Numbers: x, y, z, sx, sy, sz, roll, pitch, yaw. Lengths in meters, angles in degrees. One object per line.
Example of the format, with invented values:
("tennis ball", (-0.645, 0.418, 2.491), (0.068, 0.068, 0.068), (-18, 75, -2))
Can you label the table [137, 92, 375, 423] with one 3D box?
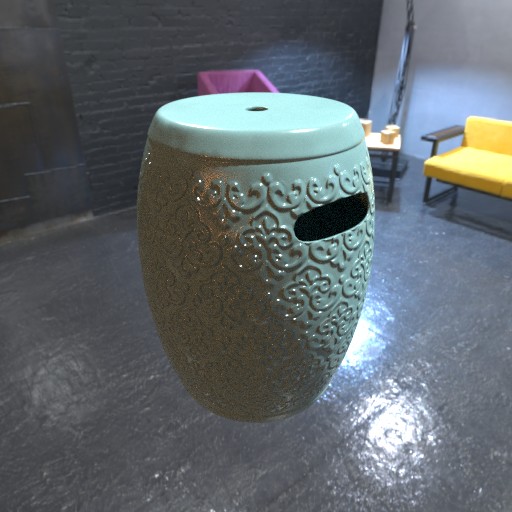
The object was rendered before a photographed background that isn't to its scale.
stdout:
("table", (0.000, 0.000, 0.612), (0.309, 0.397, 0.309), (0, 29, 0))
